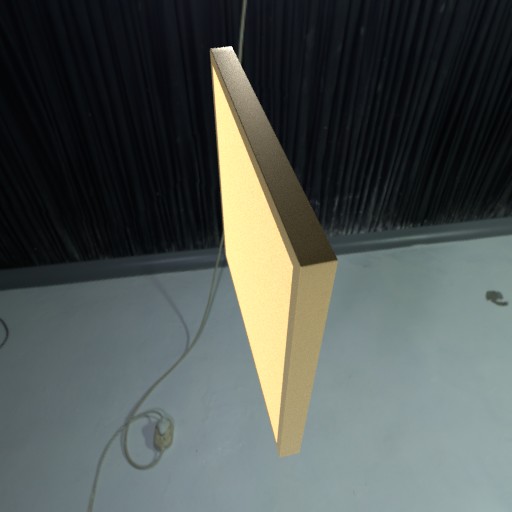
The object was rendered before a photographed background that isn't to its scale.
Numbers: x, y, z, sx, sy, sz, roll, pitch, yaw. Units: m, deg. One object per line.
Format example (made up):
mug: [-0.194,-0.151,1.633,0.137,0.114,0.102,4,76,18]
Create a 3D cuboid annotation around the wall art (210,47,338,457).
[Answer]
wall art: [0.000,0.000,0.462,0.023,0.305,0.305,-10,48,-9]
